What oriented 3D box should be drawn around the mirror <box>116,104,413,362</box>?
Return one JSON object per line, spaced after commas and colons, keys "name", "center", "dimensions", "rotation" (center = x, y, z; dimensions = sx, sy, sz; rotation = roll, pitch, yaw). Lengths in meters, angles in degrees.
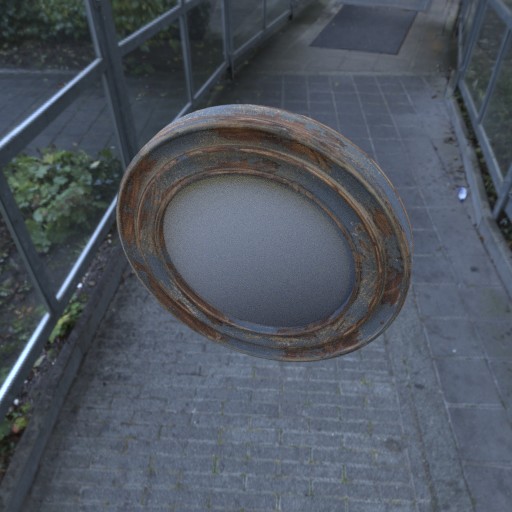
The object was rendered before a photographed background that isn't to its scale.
{"name": "mirror", "center": [0.000, 0.000, 0.877], "dimensions": [0.585, 0.585, 0.061], "rotation": [11, 42, 13]}
